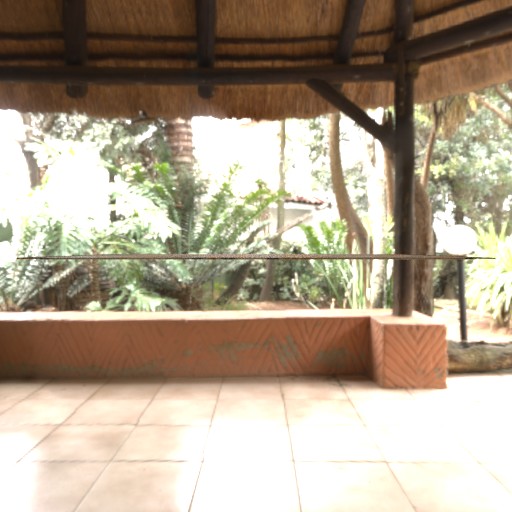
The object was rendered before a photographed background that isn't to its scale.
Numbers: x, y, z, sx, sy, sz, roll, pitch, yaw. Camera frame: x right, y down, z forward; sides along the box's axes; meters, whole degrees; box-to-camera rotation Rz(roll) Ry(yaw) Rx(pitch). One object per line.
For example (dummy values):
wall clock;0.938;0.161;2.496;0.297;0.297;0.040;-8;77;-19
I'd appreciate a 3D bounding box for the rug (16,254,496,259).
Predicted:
rug;0.000;0.000;2.290;1.827;0.008;1.230;0;1;0
